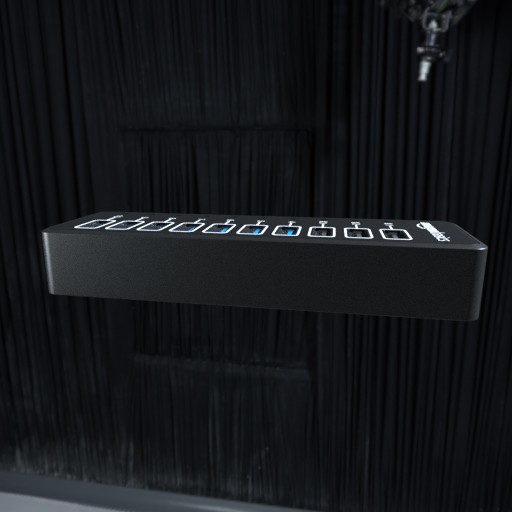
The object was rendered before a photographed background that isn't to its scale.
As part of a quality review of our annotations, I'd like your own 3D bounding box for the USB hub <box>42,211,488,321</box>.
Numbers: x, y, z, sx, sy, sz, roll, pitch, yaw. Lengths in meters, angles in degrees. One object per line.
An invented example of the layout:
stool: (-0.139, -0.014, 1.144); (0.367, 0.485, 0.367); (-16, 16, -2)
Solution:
USB hub: (0.000, 0.000, 0.162); (0.145, 0.023, 0.044); (3, 15, 10)
